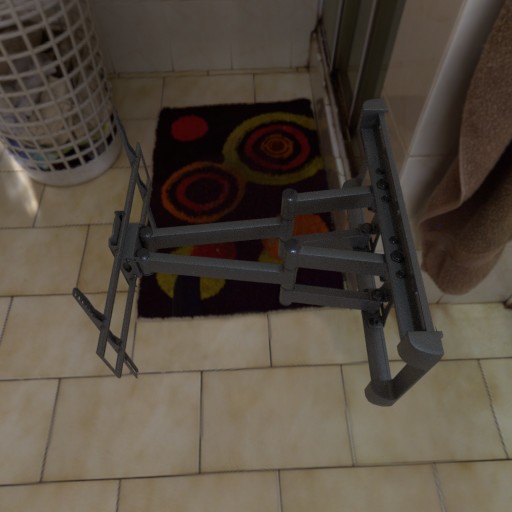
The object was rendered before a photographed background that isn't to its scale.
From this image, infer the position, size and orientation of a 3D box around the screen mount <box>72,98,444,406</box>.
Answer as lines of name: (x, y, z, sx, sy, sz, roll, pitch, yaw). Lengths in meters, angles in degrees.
screen mount: (0.000, 0.000, 0.946, 0.556, 0.424, 0.571, 0, 58, 0)
